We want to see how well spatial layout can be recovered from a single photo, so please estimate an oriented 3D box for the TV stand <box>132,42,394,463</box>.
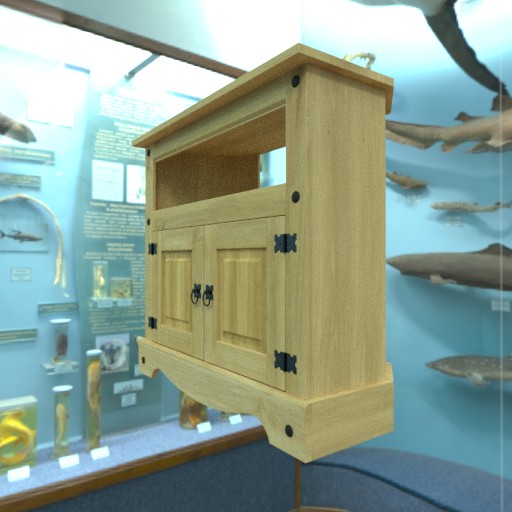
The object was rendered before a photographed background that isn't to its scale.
[{"bbox_3d":[0.000,0.000,1.282,0.425,0.781,0.851,0,0,-36],"label":"TV stand"}]
